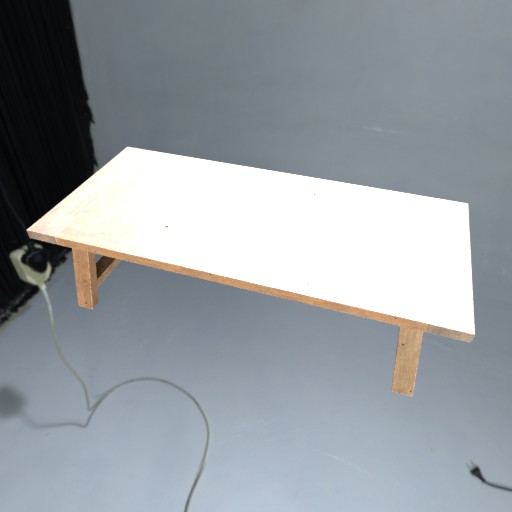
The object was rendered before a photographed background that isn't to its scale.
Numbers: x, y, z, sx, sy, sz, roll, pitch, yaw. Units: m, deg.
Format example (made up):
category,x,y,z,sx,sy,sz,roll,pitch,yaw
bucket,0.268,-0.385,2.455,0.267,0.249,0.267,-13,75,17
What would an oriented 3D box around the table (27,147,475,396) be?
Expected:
category,x,y,z,sx,sy,sz,roll,pitch,yaw
table,0.000,0.000,2.128,1.800,0.465,0.820,12,42,14
